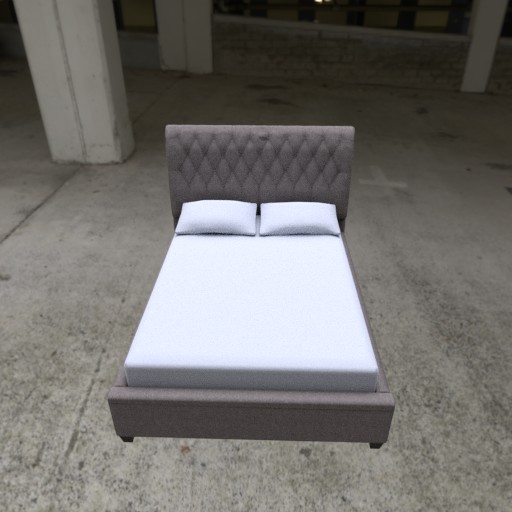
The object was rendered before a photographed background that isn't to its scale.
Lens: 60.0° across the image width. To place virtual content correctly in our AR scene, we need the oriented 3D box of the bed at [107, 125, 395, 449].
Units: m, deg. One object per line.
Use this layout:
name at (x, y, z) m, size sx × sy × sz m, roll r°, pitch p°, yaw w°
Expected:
bed at (0.000, 0.000, 3.307) m, size 1.645 × 1.371 × 2.252 m, roll 1°, pitch 31°, yaw 1°
